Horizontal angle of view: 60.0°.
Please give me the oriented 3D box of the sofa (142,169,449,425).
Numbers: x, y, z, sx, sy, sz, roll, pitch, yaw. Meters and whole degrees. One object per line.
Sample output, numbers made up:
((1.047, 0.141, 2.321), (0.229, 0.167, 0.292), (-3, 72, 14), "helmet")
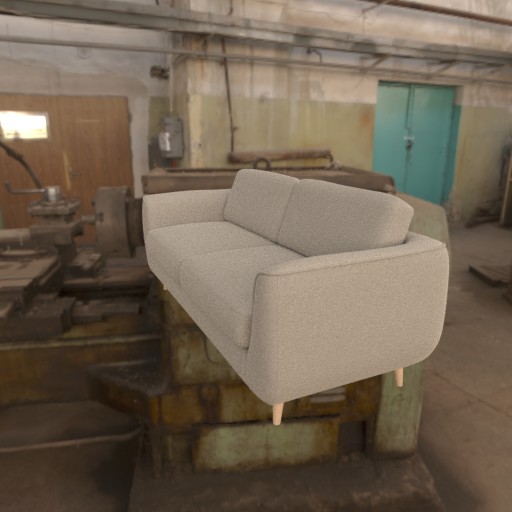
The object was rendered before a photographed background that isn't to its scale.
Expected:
((0.000, 0.000, 2.474), (0.920, 0.850, 2.000), (-7, 17, -25), "sofa")
